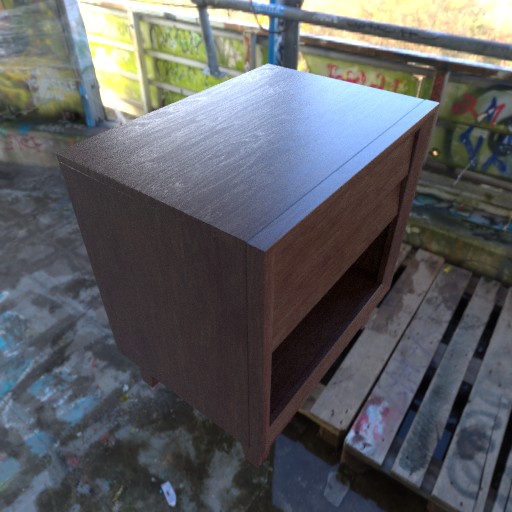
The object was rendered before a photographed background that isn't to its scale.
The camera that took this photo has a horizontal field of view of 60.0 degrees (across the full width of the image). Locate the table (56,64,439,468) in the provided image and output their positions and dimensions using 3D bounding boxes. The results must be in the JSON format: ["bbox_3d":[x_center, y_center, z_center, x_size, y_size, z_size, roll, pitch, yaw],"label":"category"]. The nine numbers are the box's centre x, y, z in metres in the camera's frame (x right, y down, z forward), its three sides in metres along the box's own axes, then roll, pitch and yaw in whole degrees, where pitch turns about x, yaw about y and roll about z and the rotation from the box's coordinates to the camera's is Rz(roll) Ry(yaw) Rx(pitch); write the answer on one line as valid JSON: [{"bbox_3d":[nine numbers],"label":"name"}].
[{"bbox_3d":[0.000,0.000,0.966,0.449,0.609,0.557,26,46,28],"label":"table"}]
